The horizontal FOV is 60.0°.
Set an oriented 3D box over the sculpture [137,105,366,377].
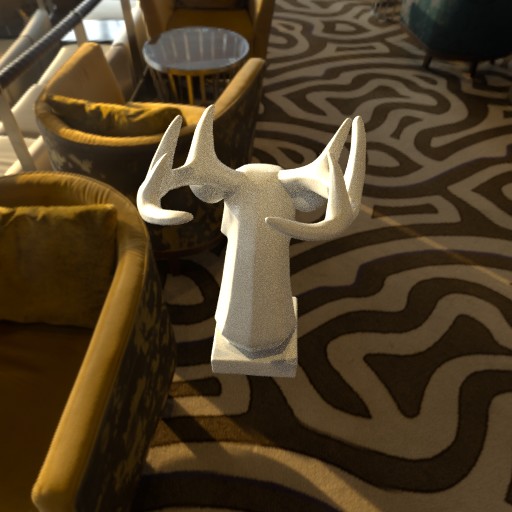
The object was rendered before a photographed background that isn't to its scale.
[{"bbox_3d":[0.000,0.000,0.462,0.174,0.329,0.224,3,47,3],"label":"sculpture"}]
